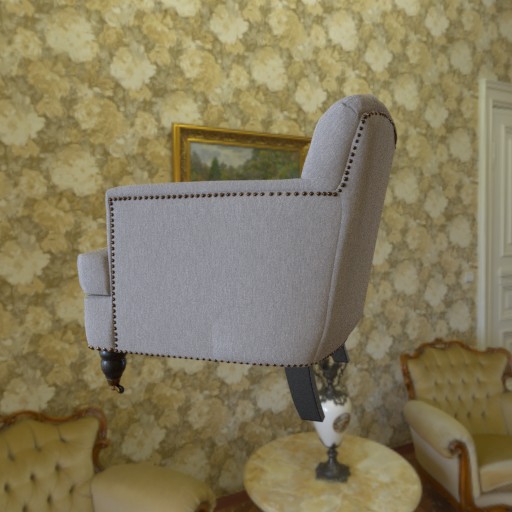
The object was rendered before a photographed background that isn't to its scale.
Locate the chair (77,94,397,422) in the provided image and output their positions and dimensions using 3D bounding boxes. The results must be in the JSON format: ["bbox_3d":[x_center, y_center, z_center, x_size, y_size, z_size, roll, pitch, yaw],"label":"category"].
[{"bbox_3d":[0.000,0.000,1.497,0.902,0.823,0.737,1,2,18],"label":"chair"}]
